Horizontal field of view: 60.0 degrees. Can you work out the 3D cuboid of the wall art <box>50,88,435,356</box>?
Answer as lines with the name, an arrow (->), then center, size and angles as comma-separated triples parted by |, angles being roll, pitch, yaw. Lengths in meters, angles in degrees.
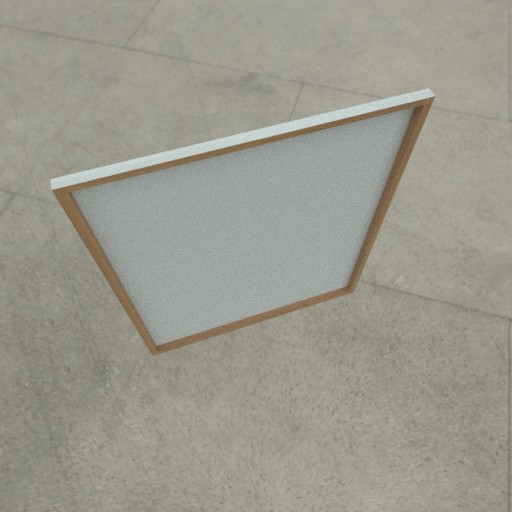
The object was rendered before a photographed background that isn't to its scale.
wall art -> 0.000, 0.000, 0.977 | 0.609, 0.710, 0.021 | -16, 60, -10
